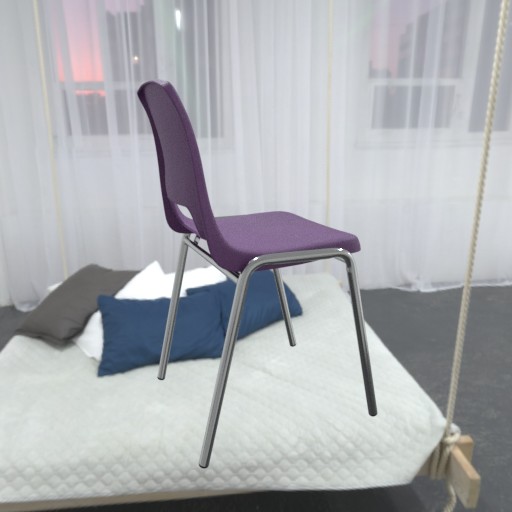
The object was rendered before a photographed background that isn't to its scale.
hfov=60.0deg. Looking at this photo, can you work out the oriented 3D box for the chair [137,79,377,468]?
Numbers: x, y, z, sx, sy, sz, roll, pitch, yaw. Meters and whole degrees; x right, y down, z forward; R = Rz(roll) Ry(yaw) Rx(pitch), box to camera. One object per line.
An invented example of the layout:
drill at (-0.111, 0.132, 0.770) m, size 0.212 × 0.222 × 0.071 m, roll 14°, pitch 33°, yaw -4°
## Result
chair at (0.000, 0.000, 0.972) m, size 0.432 × 0.704 × 0.381 m, roll -8°, pitch 18°, yaw -24°
